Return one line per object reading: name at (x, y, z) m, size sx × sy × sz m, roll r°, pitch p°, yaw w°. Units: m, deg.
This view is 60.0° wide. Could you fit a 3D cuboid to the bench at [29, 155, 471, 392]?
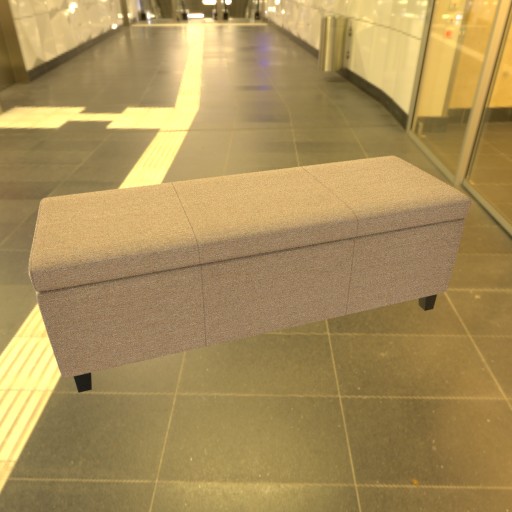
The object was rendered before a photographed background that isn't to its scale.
bench at (0.000, 0.000, 1.456) m, size 1.269 × 0.438 × 0.446 m, roll -10°, pitch 33°, yaw -16°
